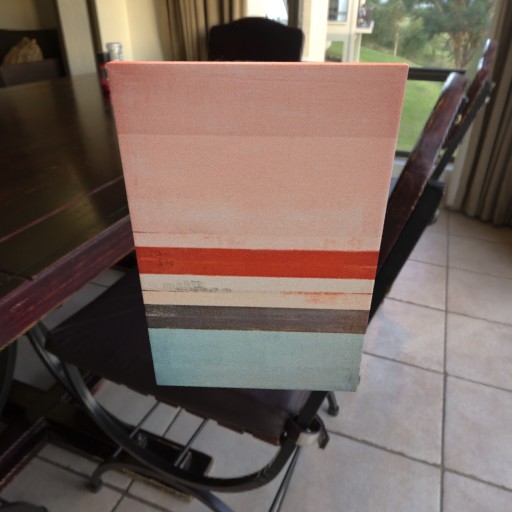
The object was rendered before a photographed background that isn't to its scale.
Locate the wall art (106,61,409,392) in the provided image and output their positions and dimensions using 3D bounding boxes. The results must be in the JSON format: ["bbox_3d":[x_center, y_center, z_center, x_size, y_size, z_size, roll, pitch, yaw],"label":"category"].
[{"bbox_3d":[0.000,0.000,1.137,0.610,0.914,0.038,1,30,2],"label":"wall art"}]
